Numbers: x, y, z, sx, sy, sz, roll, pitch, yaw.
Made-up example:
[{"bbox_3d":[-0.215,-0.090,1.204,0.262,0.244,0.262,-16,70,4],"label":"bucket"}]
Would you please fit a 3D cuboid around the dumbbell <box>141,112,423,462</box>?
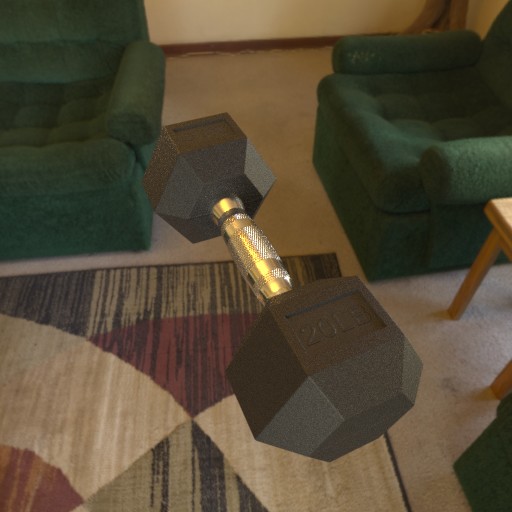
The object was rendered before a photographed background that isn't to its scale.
[{"bbox_3d":[0.000,0.000,0.343,0.116,0.101,0.297,-18,49,-16],"label":"dumbbell"}]
